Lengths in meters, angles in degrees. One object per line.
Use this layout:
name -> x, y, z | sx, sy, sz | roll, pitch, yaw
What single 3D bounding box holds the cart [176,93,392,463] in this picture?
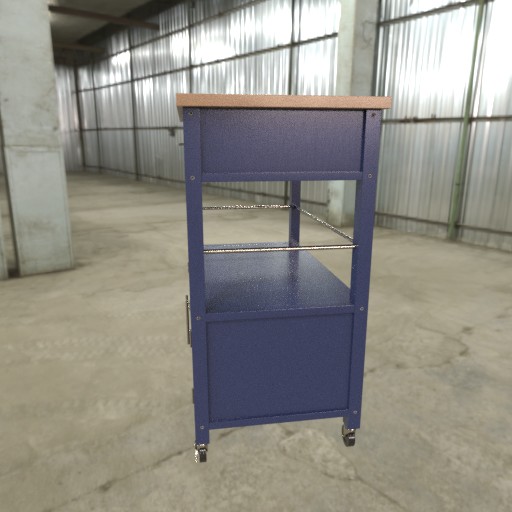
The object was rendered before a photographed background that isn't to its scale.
cart -> 0.000, 0.000, 1.429 | 0.459, 0.901, 0.840 | -2, 15, -9
